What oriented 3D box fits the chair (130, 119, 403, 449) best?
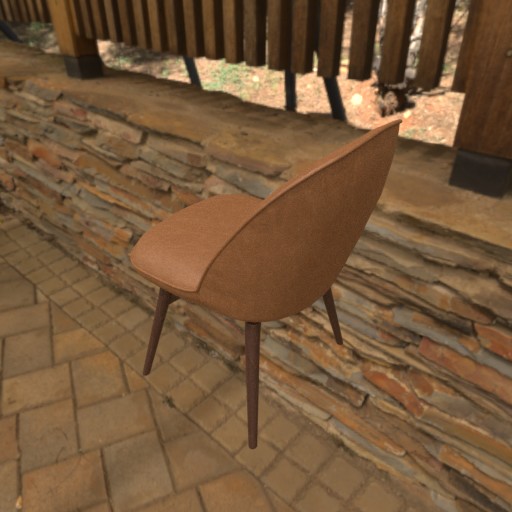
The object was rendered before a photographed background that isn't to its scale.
[{"bbox_3d":[0.000,0.000,1.236,0.631,0.831,0.521,22,39,30],"label":"chair"}]
